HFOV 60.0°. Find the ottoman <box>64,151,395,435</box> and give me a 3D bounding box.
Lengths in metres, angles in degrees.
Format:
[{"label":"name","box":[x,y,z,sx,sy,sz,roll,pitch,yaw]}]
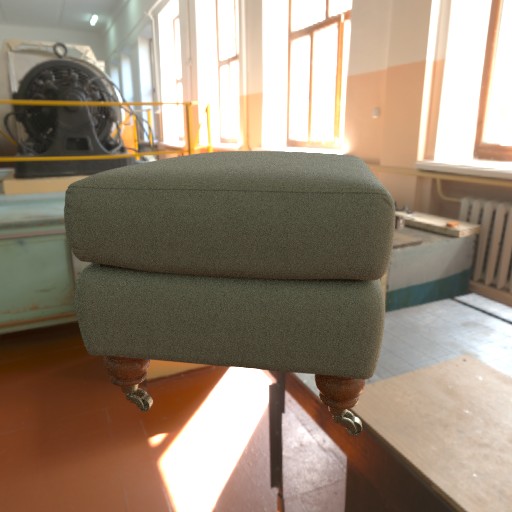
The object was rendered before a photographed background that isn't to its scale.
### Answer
[{"label":"ottoman","box":[0.000,0.000,1.110,0.569,0.504,0.773,3,16,10]}]
